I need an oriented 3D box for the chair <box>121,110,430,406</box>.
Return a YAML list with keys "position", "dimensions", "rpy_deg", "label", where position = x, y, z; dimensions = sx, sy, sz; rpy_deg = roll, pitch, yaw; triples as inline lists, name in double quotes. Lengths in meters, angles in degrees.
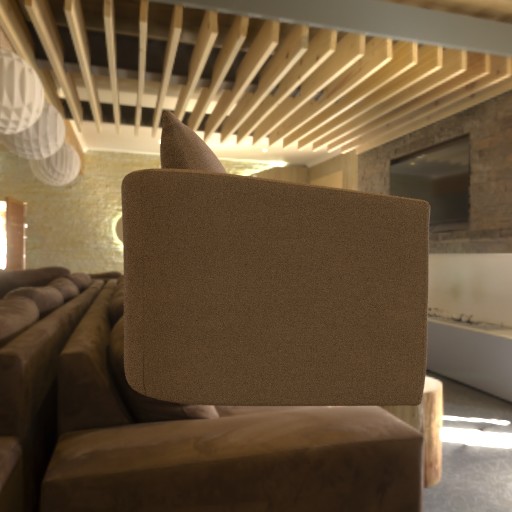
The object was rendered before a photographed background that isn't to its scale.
- position: [0.000, 0.000, 1.563]
  dimensions: [0.910, 0.848, 0.845]
  rpy_deg: [0, 0, -1]
  label: "chair"
